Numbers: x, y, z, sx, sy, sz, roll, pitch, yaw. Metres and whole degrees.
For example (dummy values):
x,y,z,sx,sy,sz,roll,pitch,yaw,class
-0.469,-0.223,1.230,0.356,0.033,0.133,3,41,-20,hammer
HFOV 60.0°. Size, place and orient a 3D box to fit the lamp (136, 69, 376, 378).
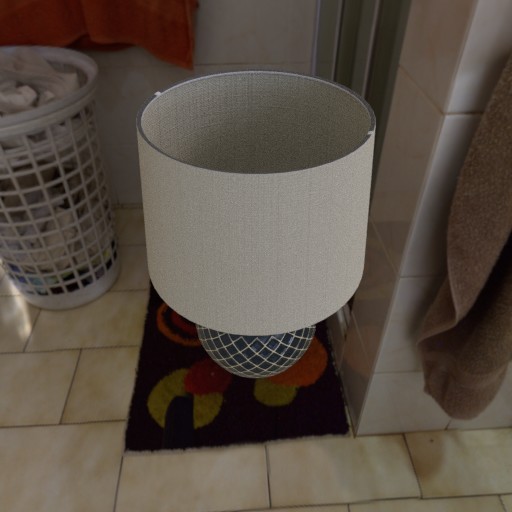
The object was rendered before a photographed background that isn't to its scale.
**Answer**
x,y,z,sx,sy,sz,roll,pitch,yaw,class
0.000,0.000,0.793,0.376,0.540,0.376,0,42,0,lamp
